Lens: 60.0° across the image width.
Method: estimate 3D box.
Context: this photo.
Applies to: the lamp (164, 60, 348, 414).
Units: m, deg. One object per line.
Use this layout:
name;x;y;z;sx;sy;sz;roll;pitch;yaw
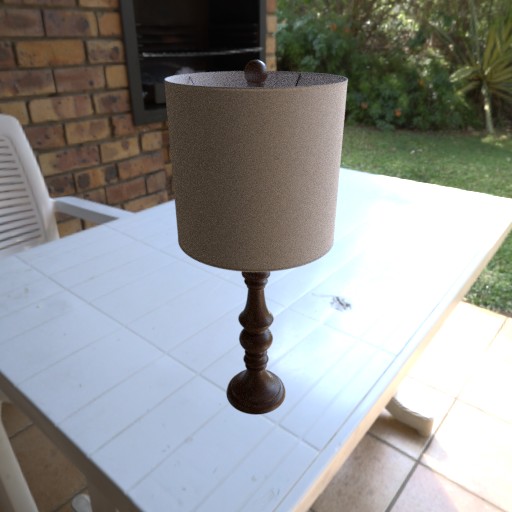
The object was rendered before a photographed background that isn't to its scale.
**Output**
lamp;0.000;0.000;0.737;0.250;0.597;0.250;17;31;30
